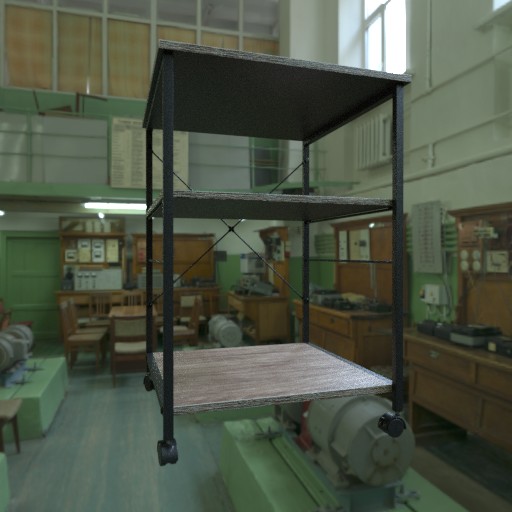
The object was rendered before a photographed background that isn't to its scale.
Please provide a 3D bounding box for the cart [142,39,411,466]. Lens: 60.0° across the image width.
[{"bbox_3d":[0.000,0.000,1.103,0.521,0.762,0.520,0,0,-17],"label":"cart"}]
